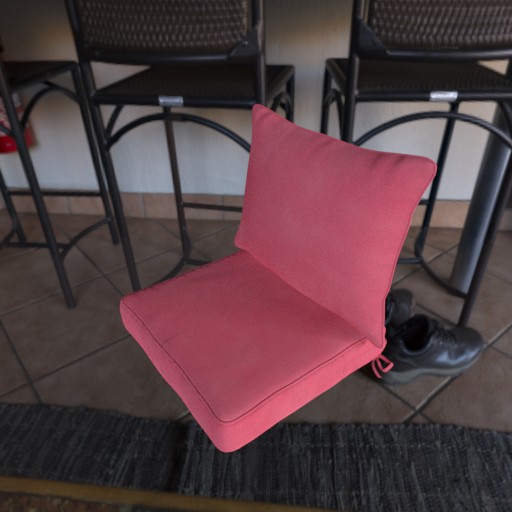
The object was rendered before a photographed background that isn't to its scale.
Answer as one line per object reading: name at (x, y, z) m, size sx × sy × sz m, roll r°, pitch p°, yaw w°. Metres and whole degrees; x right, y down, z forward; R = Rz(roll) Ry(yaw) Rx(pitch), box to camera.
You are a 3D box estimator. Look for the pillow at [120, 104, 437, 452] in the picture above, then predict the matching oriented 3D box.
pillow at (0.000, 0.000, 1.407) m, size 0.733 × 0.725 × 0.798 m, roll -22°, pitch 39°, yaw -31°
